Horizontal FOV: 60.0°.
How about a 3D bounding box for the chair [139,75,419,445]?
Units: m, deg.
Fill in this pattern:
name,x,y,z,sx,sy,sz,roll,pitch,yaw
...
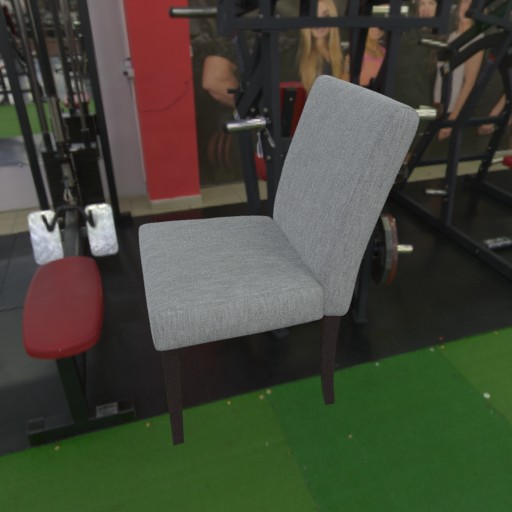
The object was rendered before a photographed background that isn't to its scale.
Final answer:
name,x,y,z,sx,sy,sz,roll,pitch,yaw
chair,0.000,0.000,1.259,0.629,0.884,0.487,-8,32,-14
